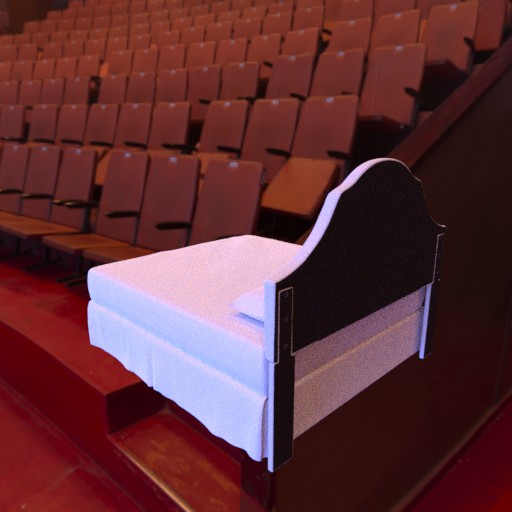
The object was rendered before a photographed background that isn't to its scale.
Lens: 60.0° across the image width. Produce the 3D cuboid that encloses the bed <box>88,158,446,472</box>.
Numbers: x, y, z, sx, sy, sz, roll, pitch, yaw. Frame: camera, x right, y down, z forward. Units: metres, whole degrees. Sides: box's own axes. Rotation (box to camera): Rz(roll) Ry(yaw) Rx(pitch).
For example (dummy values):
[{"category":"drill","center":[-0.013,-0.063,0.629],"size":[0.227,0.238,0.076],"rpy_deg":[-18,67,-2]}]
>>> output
[{"category":"bed","center":[0.000,0.000,3.585],"size":[2.008,1.615,2.214],"rpy_deg":[-14,21,-43]}]
